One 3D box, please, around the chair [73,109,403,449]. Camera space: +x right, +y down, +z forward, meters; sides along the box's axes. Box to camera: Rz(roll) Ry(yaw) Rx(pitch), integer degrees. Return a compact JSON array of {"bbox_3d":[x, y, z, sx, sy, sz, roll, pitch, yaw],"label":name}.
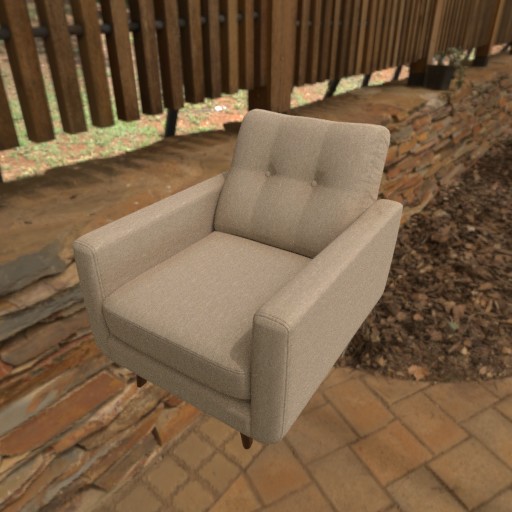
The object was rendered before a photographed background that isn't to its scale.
[{"bbox_3d":[0.000,0.000,1.827,0.897,0.965,1.128,18,34,28],"label":"chair"}]
